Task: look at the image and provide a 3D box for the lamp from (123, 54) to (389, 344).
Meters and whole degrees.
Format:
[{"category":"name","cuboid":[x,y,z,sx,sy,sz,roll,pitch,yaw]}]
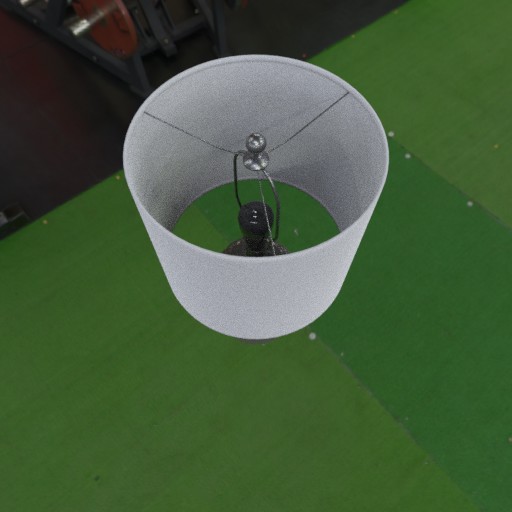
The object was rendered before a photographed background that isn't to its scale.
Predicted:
[{"category":"lamp","cuboid":[0.000,0.000,0.507,0.203,0.389,0.203,-34,67,-17]}]
